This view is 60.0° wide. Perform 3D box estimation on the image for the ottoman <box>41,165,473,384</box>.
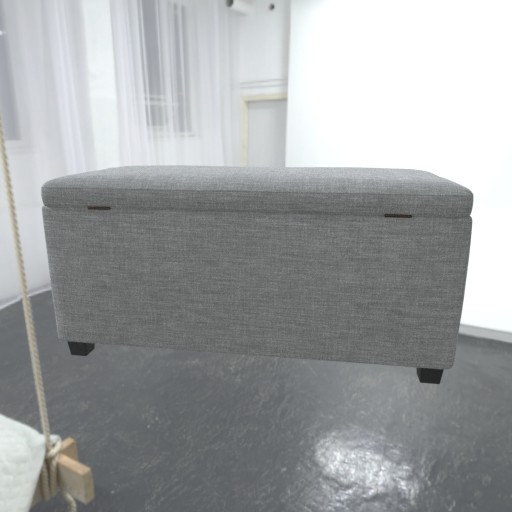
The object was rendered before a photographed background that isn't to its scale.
[{"bbox_3d":[0.000,0.000,1.112,0.902,0.432,0.419,2,16,8],"label":"ottoman"}]
